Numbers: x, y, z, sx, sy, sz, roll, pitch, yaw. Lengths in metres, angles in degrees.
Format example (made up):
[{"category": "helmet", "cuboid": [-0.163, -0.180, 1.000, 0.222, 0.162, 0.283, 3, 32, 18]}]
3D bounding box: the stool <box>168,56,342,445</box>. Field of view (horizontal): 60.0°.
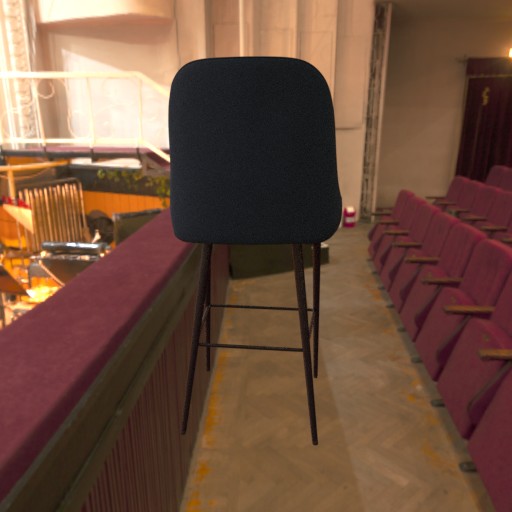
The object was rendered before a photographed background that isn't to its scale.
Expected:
[{"category": "stool", "cuboid": [0.000, 0.000, 1.386, 0.527, 1.079, 0.489, 2, 16, 6]}]
